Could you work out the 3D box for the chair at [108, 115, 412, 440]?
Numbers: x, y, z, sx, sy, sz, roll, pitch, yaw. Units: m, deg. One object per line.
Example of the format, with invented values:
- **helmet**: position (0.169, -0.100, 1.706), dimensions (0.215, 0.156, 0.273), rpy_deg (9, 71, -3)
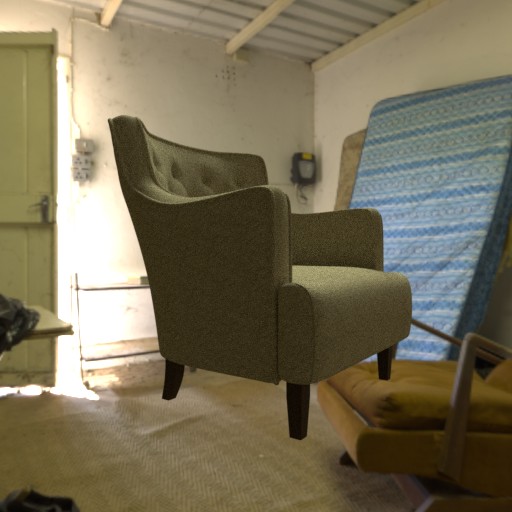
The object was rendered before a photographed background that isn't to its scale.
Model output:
- **chair**: position (0.000, 0.000, 1.610), dimensions (0.910, 0.920, 0.820), rpy_deg (0, 0, 35)
